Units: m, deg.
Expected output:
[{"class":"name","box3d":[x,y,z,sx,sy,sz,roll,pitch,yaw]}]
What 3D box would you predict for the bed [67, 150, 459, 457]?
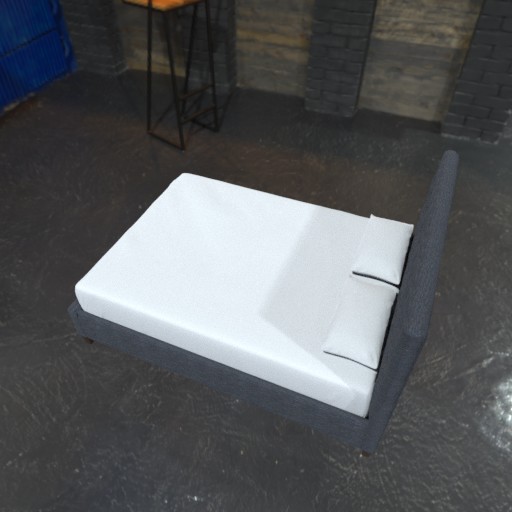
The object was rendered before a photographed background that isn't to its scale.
[{"class":"bed","box3d":[0.000,0.000,3.339,2.387,1.427,1.698,17,47,16]}]
